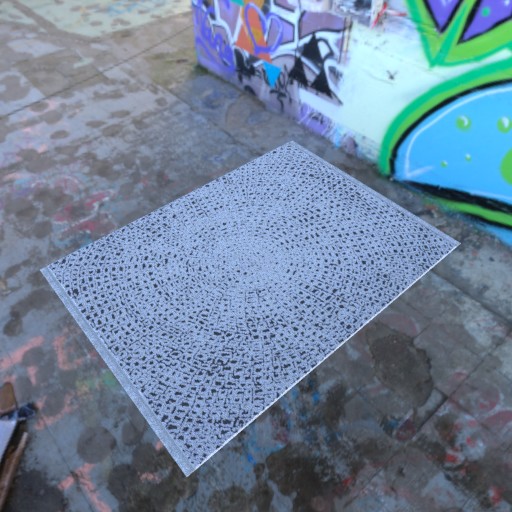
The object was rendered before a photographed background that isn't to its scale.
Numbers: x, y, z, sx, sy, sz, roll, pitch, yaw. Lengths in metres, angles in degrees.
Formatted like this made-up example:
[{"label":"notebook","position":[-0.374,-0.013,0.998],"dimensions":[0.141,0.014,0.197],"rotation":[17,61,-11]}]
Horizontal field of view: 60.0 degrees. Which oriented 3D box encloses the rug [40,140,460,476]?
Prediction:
[{"label":"rug","position":[0.000,0.000,2.122],"dimensions":[1.634,0.003,1.190],"rotation":[-33,55,-26]}]
